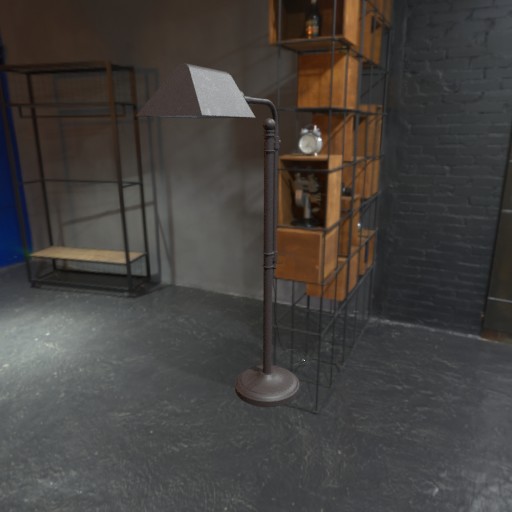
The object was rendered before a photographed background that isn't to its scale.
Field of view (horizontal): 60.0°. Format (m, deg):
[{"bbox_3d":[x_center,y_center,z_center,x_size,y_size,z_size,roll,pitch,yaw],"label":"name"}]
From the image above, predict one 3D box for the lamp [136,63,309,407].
[{"bbox_3d":[0.000,0.000,0.947,0.159,0.708,0.545,8,18,27],"label":"lamp"}]
